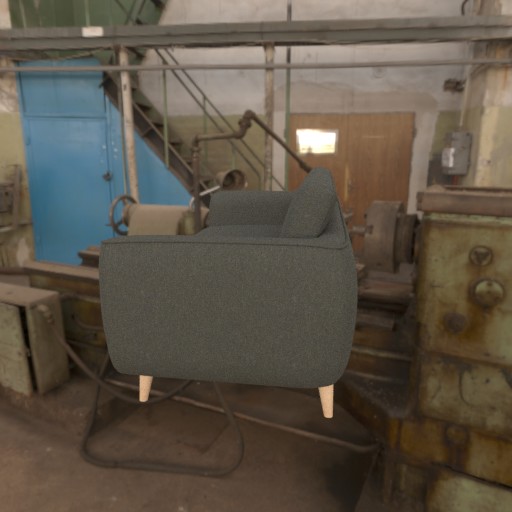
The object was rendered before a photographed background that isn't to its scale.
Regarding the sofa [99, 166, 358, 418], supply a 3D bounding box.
[{"bbox_3d":[0.000,0.000,2.261,0.920,0.850,1.700,2,14,8],"label":"sofa"}]
